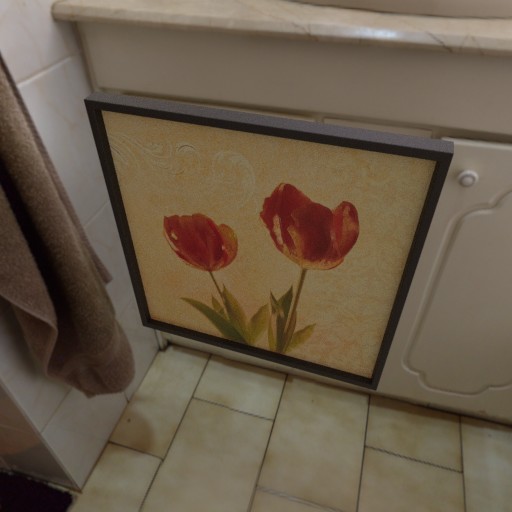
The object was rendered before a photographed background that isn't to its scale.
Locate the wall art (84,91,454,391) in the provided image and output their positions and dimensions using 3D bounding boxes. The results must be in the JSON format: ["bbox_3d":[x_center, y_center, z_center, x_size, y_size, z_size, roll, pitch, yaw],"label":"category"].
[{"bbox_3d":[0.000,0.000,0.528,0.349,0.349,0.038,12,43,14],"label":"wall art"}]
